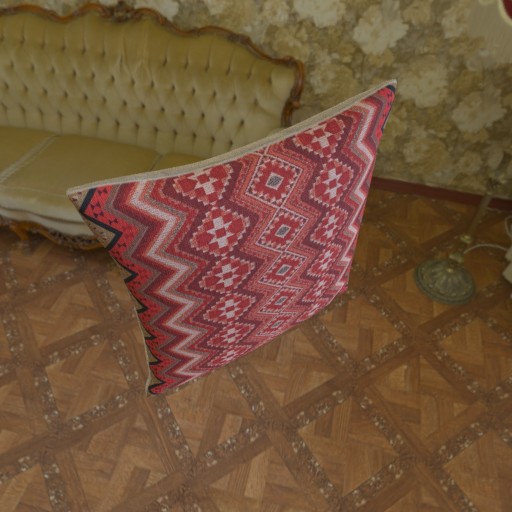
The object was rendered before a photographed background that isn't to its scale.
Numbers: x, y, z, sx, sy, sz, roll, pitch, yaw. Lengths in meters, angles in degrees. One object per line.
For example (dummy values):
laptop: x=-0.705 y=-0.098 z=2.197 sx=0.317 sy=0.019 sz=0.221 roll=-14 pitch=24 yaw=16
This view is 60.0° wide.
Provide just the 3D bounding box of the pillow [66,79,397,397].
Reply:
pillow: x=0.000 y=0.000 z=0.780 sx=0.513 sy=0.511 sz=0.158 roll=-25 pitch=51 yaw=-22
